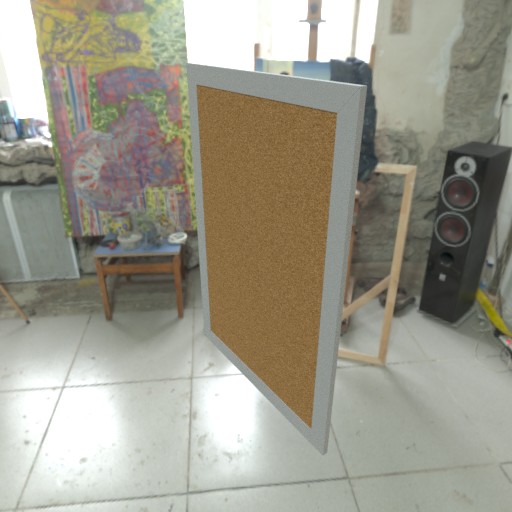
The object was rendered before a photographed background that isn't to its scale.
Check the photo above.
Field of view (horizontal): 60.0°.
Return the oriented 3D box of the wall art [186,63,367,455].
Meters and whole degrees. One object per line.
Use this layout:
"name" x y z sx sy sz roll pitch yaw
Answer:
"wall art" 0.000 0.000 0.855 0.011 0.659 0.454 -18 33 -31
